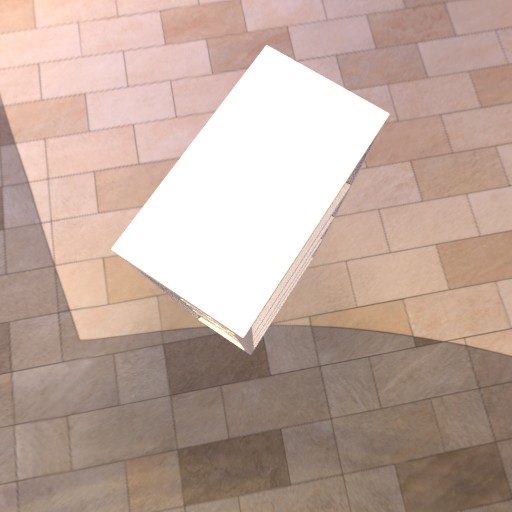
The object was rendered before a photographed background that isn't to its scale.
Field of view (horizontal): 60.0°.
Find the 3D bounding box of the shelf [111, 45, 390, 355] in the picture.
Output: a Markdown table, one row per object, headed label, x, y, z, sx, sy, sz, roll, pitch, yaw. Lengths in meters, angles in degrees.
| label | x | y | z | sx | sy | sz | roll | pitch | yaw |
| --- | --- | --- | --- | --- | --- | --- | --- | --- | --- |
| shelf | 0.000 | 0.000 | 1.666 | 0.340 | 1.411 | 0.611 | 32 | 78 | 8 |
